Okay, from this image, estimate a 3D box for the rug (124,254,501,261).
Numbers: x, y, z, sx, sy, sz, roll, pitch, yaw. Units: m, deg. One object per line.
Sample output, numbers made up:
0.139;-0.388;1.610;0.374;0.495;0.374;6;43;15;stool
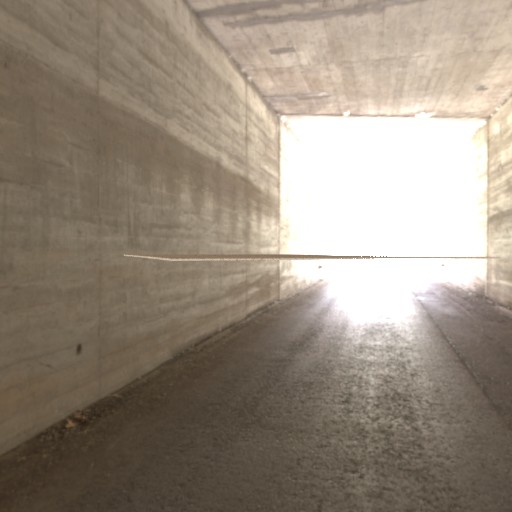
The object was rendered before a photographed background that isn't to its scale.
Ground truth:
0.000;0.000;2.934;1.524;0.008;2.440;0;1;-20;rug
